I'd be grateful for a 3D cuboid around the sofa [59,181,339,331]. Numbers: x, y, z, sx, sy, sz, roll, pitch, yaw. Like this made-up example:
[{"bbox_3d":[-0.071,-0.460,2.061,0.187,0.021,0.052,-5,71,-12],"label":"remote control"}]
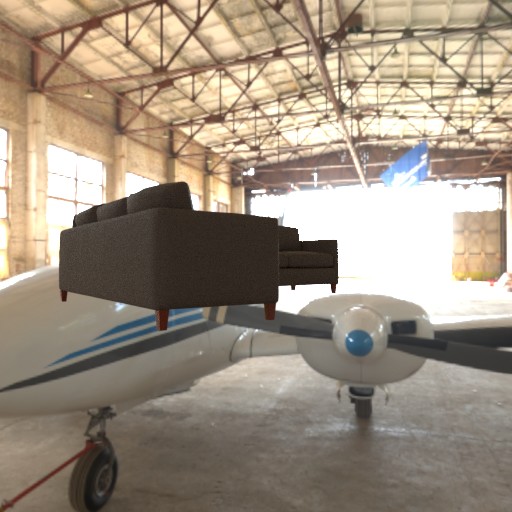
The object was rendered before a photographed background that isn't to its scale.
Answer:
[{"bbox_3d":[0.000,0.000,4.591,3.302,0.947,2.593,1,-1,-36],"label":"sofa"}]
